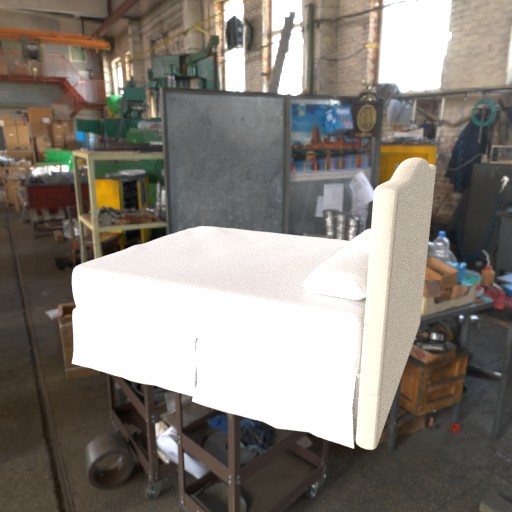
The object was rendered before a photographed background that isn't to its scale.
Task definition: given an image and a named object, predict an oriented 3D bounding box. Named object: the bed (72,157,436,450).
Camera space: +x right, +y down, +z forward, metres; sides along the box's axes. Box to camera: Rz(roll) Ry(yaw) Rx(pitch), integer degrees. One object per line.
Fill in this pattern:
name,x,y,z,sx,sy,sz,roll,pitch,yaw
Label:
bed,0.000,0.000,3.241,2.196,1.449,1.741,7,17,26
